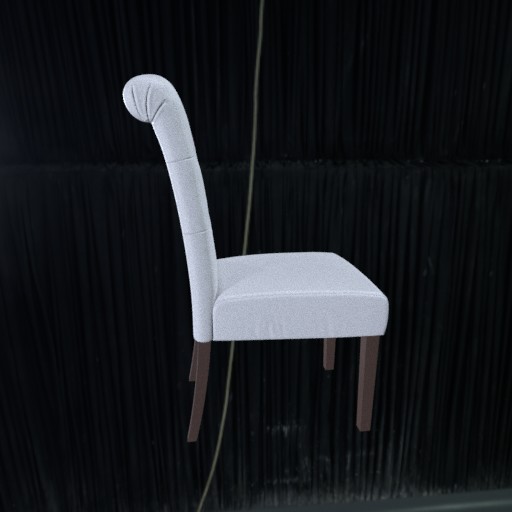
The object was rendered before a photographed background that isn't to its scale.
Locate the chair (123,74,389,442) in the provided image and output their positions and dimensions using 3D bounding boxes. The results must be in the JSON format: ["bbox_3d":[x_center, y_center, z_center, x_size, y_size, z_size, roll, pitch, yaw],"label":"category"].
[{"bbox_3d":[0.000,0.000,1.358,0.671,1.006,0.456,-2,15,-7],"label":"chair"}]
